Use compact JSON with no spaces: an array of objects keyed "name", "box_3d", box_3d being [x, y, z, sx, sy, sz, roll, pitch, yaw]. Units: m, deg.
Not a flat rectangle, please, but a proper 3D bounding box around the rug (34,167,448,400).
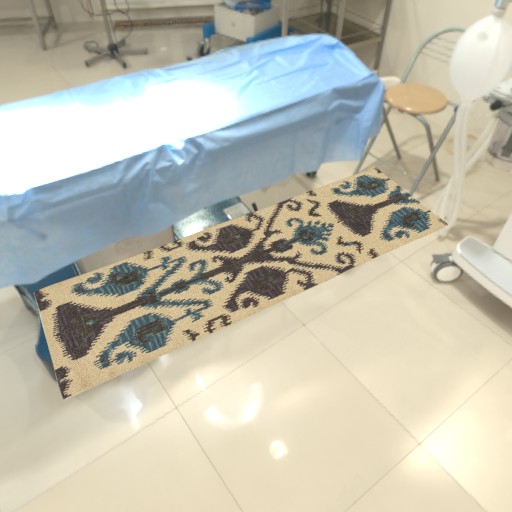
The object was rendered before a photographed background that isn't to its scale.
[{"name":"rug","box_3d":[0.000,0.000,2.509,2.301,0.017,0.692,-22,50,-20]}]
